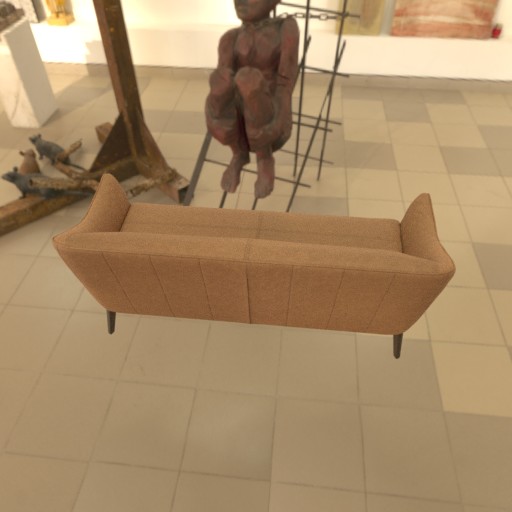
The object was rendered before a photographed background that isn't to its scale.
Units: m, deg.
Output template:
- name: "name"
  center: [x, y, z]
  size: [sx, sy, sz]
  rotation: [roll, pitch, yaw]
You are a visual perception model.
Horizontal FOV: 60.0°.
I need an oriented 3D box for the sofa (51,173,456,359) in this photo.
- name: "sofa"
  center: [0.000, 0.000, 2.462]
  size: [1.928, 0.830, 0.869]
  rotation: [4, 46, 4]
